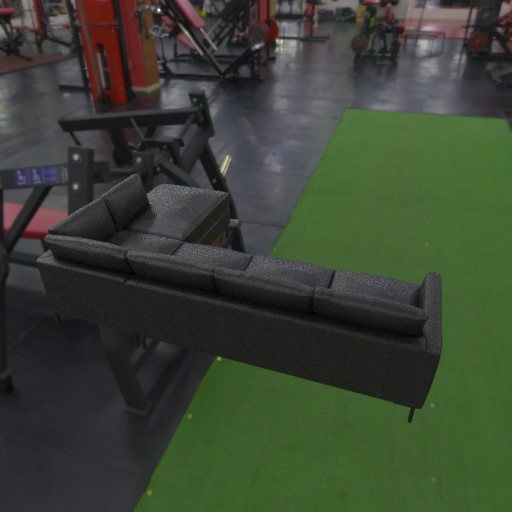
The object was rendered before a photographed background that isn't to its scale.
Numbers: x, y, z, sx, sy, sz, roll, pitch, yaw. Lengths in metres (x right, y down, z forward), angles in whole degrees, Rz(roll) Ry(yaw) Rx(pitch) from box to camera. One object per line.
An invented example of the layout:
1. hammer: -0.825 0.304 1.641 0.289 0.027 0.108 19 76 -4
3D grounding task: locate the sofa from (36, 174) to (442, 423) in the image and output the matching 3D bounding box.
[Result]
1. sofa: 0.000 0.000 3.857 2.984 0.877 1.938 11 34 16
